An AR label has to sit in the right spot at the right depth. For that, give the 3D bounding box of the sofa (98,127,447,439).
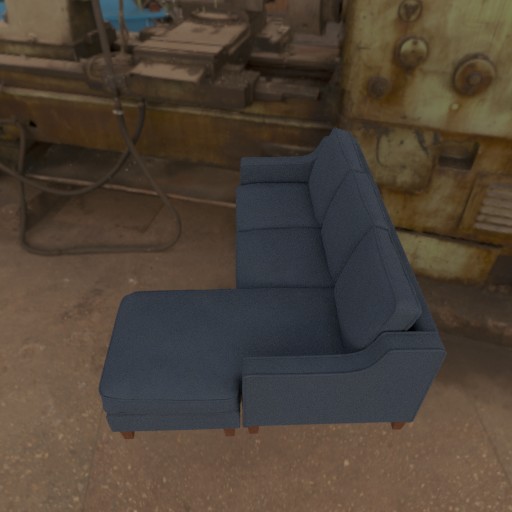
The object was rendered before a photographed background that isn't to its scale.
[{"bbox_3d":[0.000,0.000,3.260,1.858,1.066,2.317,-1,42,-1],"label":"sofa"}]
